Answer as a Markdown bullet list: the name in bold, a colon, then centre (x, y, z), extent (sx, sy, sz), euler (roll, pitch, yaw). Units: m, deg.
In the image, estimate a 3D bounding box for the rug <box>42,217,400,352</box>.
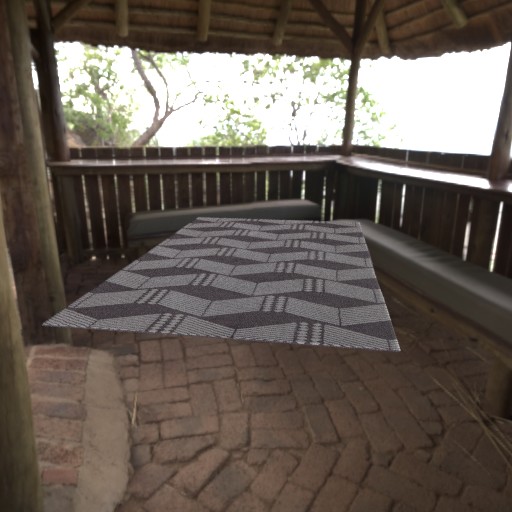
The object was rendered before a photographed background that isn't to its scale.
- **rug**: centre (0.000, 0.000, 2.980), extent (1.517, 0.011, 2.435), euler (3, 16, 9)
